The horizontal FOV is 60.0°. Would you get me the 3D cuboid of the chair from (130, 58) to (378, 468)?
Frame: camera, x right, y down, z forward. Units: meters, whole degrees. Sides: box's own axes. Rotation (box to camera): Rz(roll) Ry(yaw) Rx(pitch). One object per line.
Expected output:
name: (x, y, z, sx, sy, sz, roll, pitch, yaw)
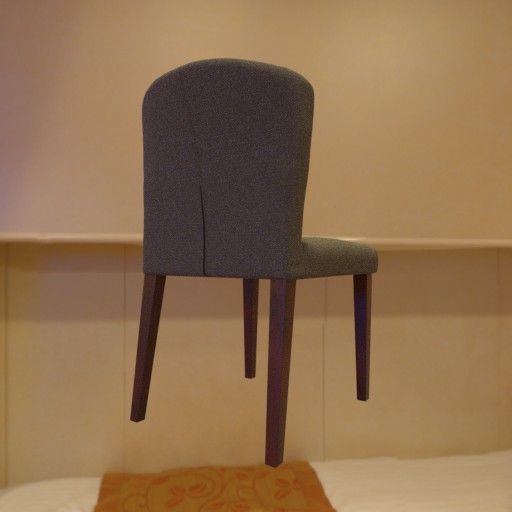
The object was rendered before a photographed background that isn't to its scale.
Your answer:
chair: (0.000, 0.000, 1.203, 0.491, 0.839, 0.589, 0, 0, 35)
